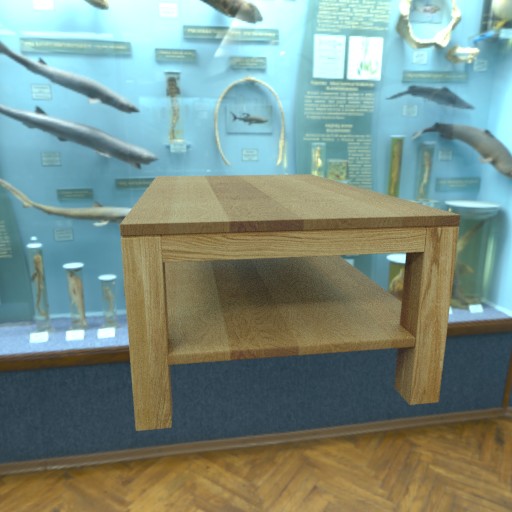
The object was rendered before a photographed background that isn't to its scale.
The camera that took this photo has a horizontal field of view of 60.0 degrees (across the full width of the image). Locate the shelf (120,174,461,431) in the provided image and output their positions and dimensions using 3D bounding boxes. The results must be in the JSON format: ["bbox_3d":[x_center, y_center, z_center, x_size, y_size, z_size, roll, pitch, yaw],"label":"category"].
[{"bbox_3d":[0.000,0.000,1.493,0.700,0.450,1.150,-2,15,-9],"label":"shelf"}]
